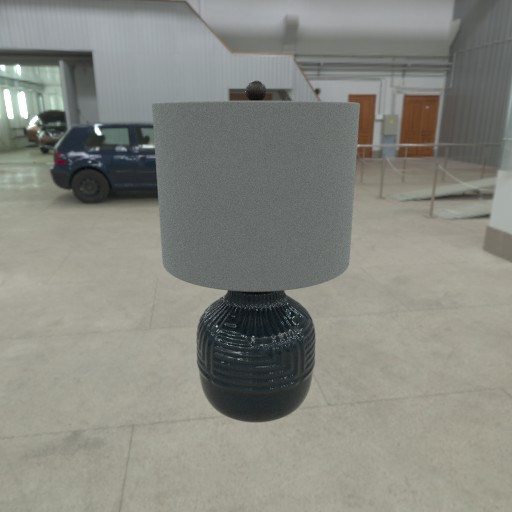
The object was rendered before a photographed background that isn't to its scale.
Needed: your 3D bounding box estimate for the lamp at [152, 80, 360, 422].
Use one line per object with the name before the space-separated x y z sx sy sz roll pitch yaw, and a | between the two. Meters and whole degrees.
lamp | 0.000 0.000 0.769 0.318 0.567 0.318 0 18 0
